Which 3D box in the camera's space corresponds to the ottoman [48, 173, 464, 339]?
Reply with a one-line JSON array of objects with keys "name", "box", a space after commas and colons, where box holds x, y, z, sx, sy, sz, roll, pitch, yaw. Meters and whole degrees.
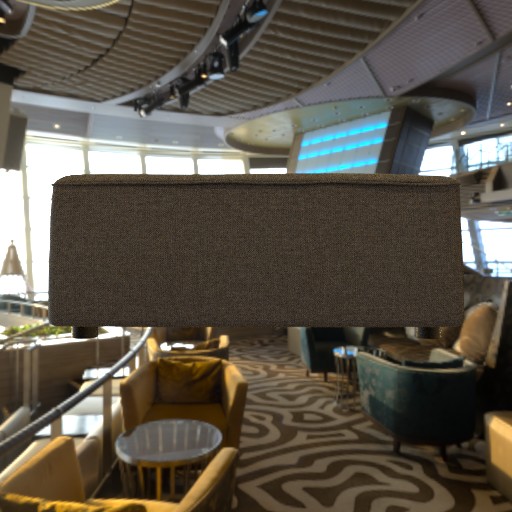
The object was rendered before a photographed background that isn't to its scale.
[{"name": "ottoman", "box": [0.000, 0.000, 1.552, 1.017, 0.423, 1.023, 0, -1, 0]}]
